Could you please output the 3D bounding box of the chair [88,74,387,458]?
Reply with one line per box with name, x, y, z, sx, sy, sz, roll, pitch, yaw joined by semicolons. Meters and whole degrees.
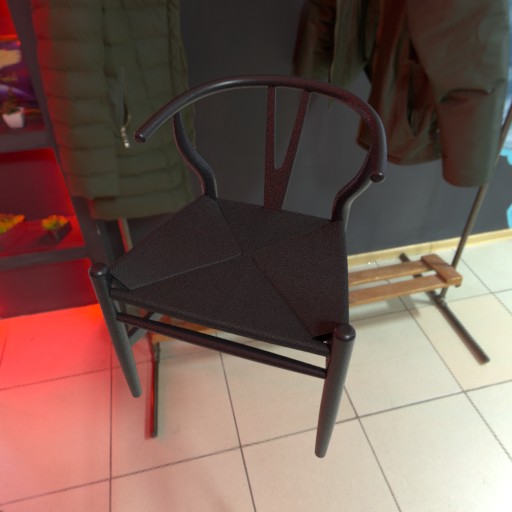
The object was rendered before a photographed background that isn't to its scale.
chair;0.000;0.000;1.141;0.569;0.730;0.579;12;42;14
